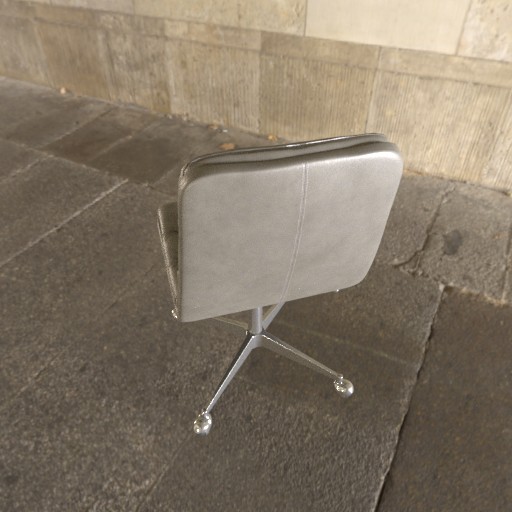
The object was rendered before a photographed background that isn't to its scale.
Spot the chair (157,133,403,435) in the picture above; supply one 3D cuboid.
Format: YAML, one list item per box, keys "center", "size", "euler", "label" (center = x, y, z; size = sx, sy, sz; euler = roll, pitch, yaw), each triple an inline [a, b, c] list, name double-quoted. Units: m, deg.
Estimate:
- center: [0.000, 0.000, 1.017]
  size: [0.422, 0.738, 0.485]
  euler: [-11, 41, -13]
  label: "chair"
